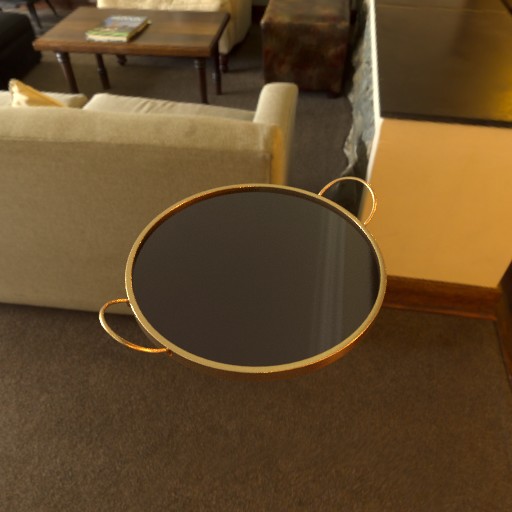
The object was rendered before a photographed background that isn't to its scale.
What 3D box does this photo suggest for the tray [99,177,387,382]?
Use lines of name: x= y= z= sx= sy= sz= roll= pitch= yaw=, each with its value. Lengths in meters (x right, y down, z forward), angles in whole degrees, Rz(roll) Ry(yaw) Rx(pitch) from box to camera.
tray: x=0.000 y=0.000 z=0.755 sx=0.543 sy=0.069 sz=0.438 roll=-30 pitch=52 yaw=-27
